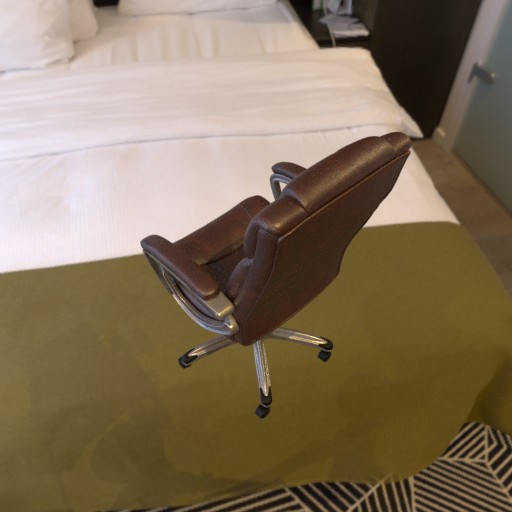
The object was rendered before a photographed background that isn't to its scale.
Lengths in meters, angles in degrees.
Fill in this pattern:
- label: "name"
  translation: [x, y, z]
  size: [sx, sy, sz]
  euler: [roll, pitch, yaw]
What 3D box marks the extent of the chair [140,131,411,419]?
- label: "chair"
  translation: [0.000, 0.000, 1.576]
  size: [0.656, 1.128, 0.692]
  euler: [-34, 56, -27]
